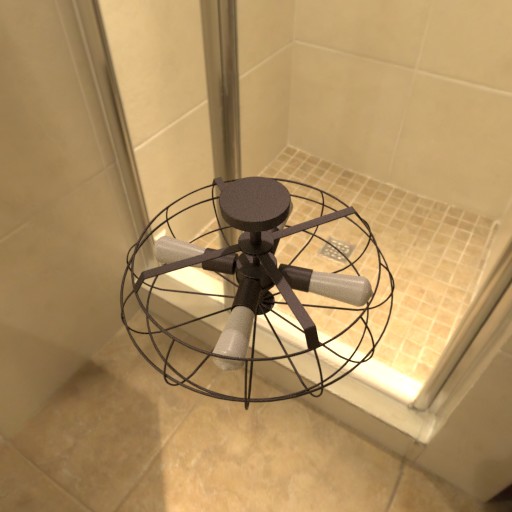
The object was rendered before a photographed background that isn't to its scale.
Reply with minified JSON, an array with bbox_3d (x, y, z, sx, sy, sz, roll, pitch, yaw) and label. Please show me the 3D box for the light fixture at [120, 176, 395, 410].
[{"bbox_3d":[0.000,0.000,0.922,0.582,0.311,0.582,0,46,0],"label":"light fixture"}]
